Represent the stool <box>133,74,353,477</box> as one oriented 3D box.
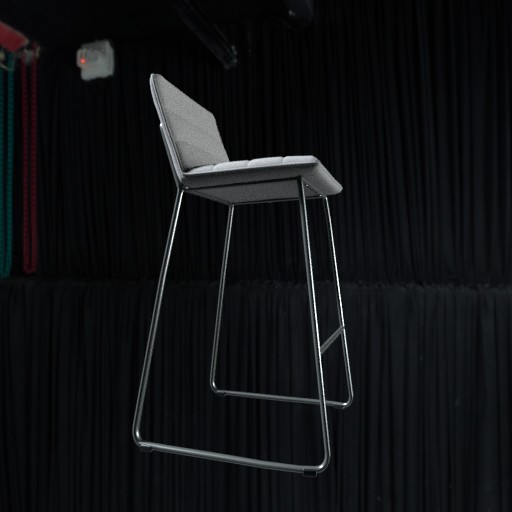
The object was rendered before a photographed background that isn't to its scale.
[{"bbox_3d":[0.000,0.000,1.253,0.490,0.960,0.490,0,0,19],"label":"stool"}]
